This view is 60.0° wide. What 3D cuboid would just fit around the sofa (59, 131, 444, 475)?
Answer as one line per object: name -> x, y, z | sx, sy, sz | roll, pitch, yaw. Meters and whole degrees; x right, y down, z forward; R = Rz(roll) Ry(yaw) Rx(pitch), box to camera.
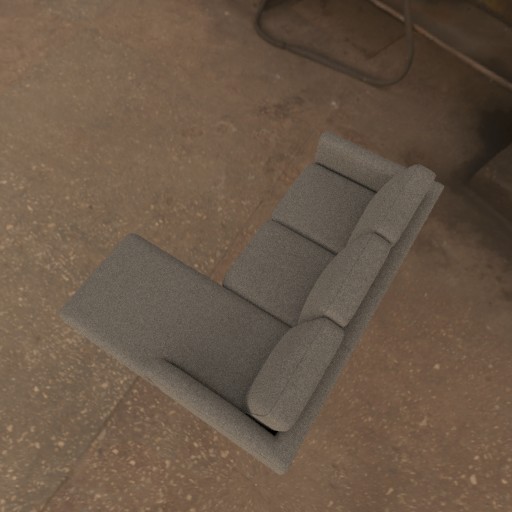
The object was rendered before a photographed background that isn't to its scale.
sofa -> 0.000, 0.000, 2.949 | 1.667, 0.957, 2.055 | 30, 67, 14
